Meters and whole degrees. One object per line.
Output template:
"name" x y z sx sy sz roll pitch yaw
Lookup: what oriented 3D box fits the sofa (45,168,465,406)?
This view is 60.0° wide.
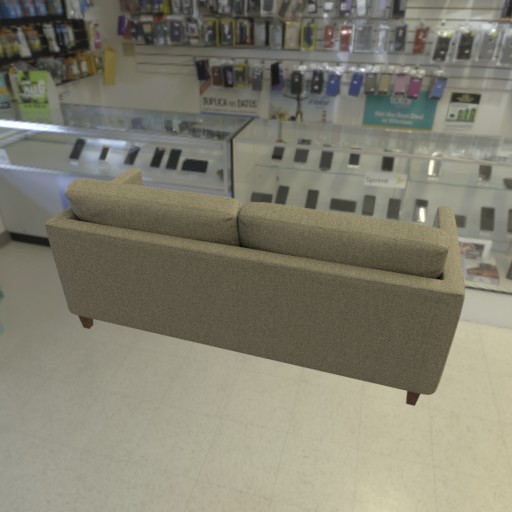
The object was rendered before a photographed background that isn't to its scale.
"sofa" 0.000 0.000 2.694 2.208 0.960 0.956 10 33 15
